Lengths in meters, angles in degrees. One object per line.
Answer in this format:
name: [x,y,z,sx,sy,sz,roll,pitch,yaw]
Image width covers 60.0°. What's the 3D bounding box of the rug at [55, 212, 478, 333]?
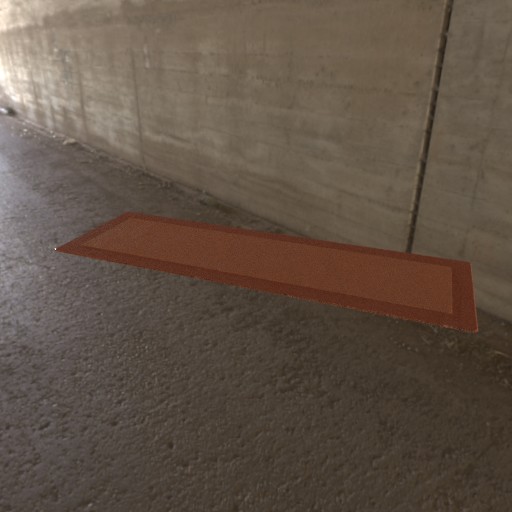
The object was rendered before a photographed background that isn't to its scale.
rug: [0.000,0.000,2.695,2.471,0.013,0.914,8,26,16]
